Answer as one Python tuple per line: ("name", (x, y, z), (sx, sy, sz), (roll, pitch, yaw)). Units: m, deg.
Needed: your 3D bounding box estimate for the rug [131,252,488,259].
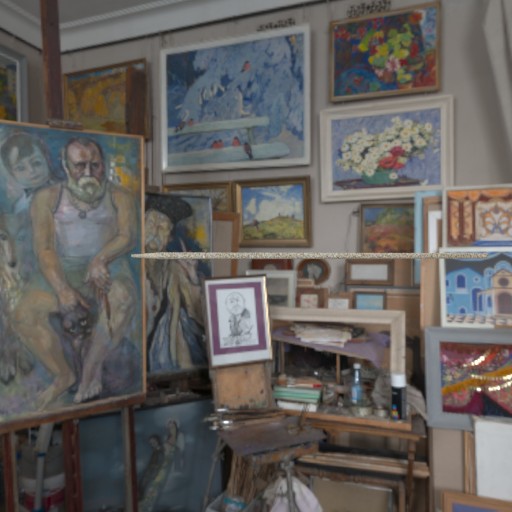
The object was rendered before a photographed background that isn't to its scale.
("rug", (0.000, 0.000, 2.938), (1.500, 0.025, 2.346), (0, 0, -18))
